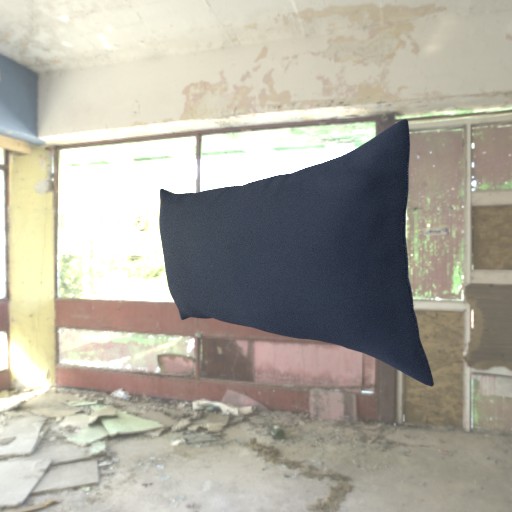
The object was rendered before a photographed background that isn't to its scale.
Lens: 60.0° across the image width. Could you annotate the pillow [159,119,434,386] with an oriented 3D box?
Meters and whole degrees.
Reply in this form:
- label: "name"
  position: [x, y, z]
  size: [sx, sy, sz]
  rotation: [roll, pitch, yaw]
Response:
- label: "pillow"
  position: [0.000, 0.000, 0.727]
  size: [0.156, 0.292, 0.608]
  rotation: [0, 1, -37]
